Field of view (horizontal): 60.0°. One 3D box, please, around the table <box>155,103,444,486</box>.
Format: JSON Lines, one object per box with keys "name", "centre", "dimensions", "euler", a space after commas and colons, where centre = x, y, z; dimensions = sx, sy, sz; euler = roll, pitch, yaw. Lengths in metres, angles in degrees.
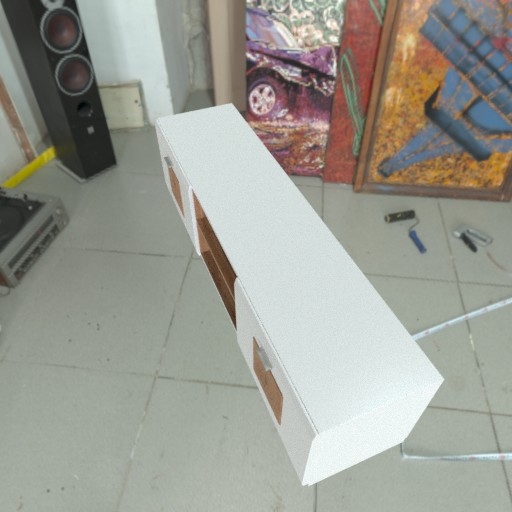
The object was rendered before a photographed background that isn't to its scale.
{"name": "table", "centre": [0.000, 0.000, 1.733], "dimensions": [0.400, 0.440, 1.550], "euler": [-17, 49, -15]}
